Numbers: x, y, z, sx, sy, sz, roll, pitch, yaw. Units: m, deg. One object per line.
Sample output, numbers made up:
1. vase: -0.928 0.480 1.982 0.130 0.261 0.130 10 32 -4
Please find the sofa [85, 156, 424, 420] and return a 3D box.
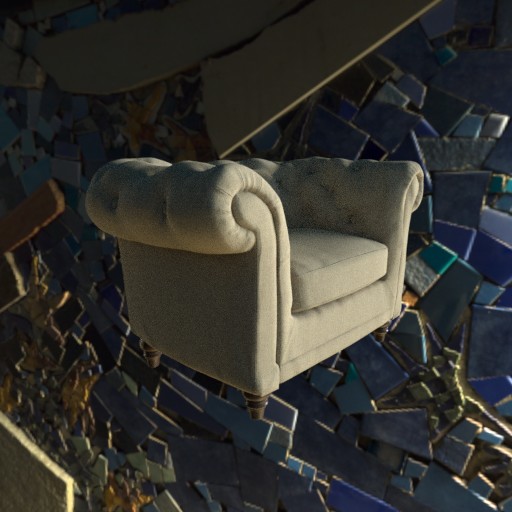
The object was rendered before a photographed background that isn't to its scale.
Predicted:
1. sofa: 0.000 0.000 2.023 1.034 0.878 1.405 12 18 42
